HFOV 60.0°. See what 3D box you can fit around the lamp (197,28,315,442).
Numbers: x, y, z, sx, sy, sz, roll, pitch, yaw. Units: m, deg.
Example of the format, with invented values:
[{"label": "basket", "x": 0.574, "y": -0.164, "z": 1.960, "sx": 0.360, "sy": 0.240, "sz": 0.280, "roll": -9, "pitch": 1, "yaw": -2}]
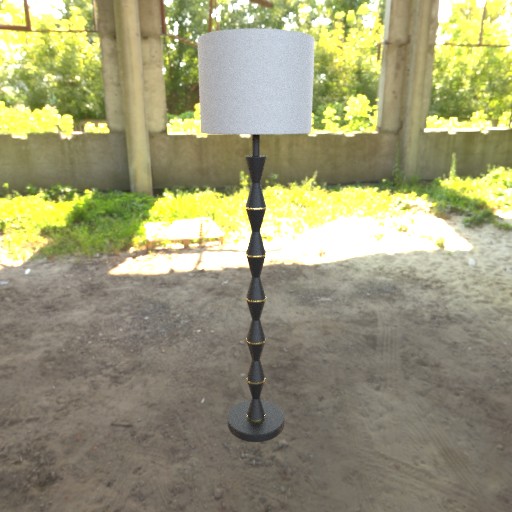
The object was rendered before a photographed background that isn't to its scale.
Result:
[{"label": "lamp", "x": 0.000, "y": 0.000, "z": 1.667, "sx": 0.381, "sy": 1.480, "sz": 0.381, "roll": 16, "pitch": 23, "yaw": 42}]
